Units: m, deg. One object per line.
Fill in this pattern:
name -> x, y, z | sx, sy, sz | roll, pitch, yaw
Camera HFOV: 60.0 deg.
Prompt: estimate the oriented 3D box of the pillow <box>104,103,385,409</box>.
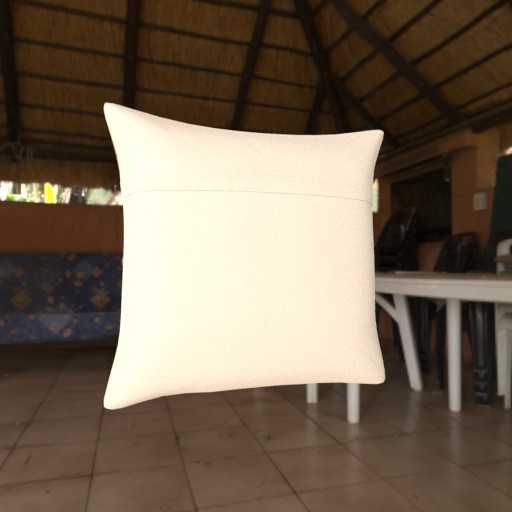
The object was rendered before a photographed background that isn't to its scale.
pillow -> 0.000, 0.000, 0.767 | 0.501, 0.477, 0.192 | 0, -1, -17
